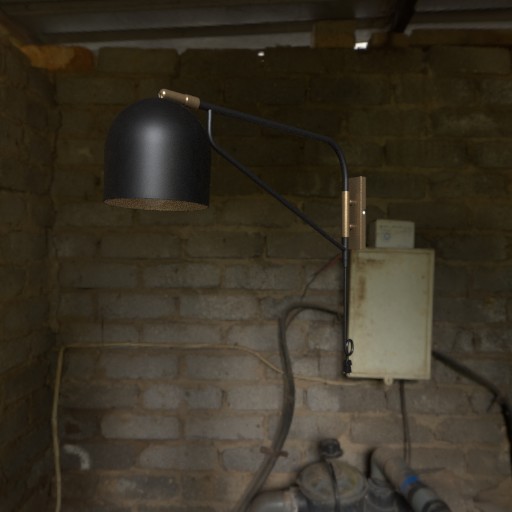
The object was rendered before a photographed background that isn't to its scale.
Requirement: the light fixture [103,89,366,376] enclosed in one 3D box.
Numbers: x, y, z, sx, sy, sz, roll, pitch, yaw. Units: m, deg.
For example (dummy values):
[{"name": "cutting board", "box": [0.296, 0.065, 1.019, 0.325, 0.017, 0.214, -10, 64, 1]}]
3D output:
[{"name": "light fixture", "box": [0.000, 0.000, 1.067, 0.720, 0.696, 0.215, -1, 1, -37]}]
